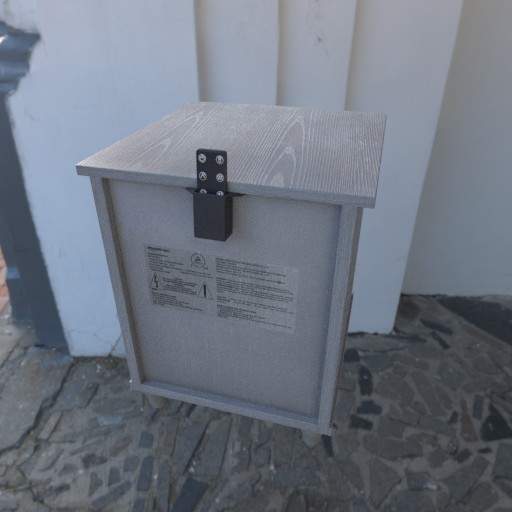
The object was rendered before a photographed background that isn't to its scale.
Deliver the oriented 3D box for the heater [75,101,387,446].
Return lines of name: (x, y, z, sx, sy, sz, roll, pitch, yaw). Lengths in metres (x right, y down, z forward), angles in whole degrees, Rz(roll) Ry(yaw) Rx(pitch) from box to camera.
heater: (0.000, 0.000, 0.757, 0.362, 0.481, 0.400, 8, 32, 14)
